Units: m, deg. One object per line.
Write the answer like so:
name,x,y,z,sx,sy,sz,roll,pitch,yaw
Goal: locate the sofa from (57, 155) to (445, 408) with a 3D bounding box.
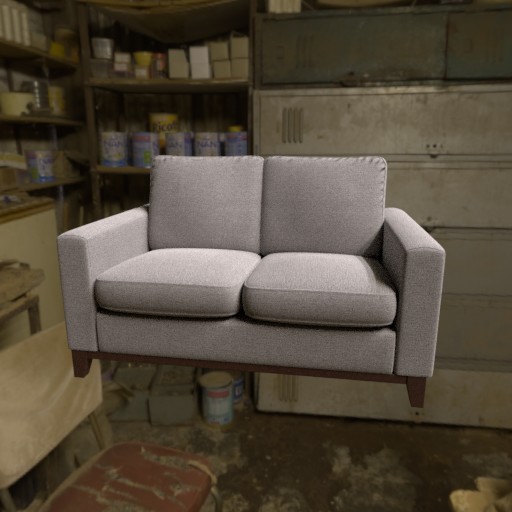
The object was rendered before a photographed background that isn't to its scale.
sofa,0.000,0.000,2.013,1.420,0.873,0.917,2,14,9
